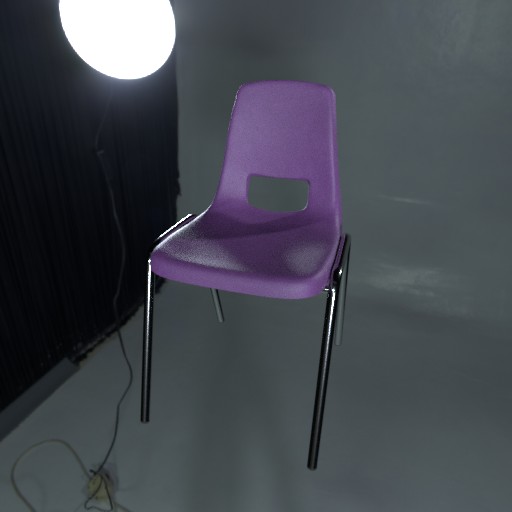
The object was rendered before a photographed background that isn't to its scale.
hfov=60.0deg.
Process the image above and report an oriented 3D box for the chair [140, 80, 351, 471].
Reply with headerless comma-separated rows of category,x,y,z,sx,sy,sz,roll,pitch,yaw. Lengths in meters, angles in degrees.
chair,0.000,0.000,0.926,0.381,0.654,0.432,8,27,16
